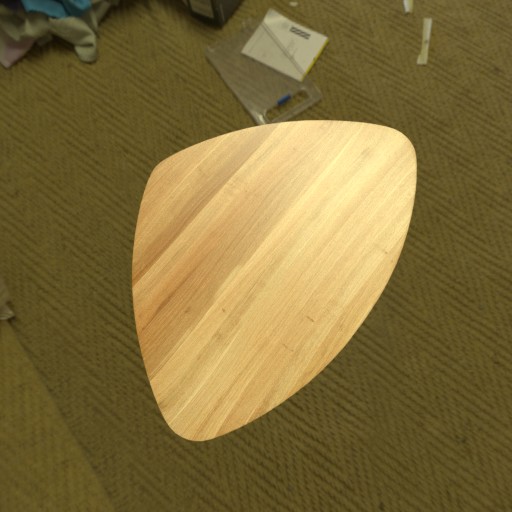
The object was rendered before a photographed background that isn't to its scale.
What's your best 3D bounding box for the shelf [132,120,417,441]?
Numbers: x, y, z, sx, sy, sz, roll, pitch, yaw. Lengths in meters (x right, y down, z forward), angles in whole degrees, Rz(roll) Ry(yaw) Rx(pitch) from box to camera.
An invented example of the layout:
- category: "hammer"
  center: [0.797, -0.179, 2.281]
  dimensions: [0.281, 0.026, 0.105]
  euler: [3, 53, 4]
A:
- category: "shelf"
  center: [0.000, 0.000, 1.672]
  dimensions: [0.863, 0.439, 1.240]
  euler: [36, 78, 9]
